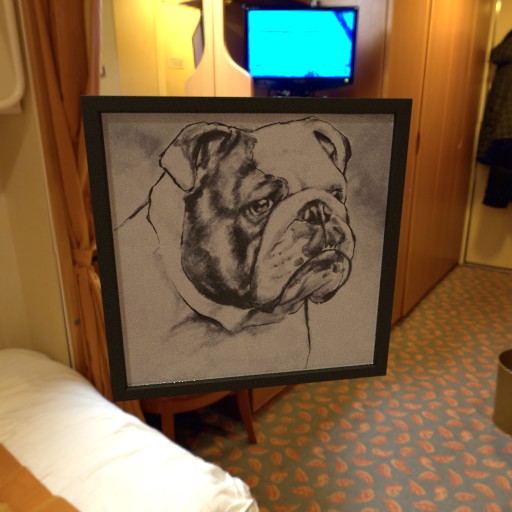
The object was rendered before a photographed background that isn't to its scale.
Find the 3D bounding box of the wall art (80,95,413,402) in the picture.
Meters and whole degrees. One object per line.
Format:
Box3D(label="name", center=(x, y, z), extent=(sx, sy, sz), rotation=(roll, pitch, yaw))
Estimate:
Box3D(label="wall art", center=(0.000, 0.000, 0.975), extent=(0.663, 0.659, 0.016), rotation=(-3, 17, -9))
